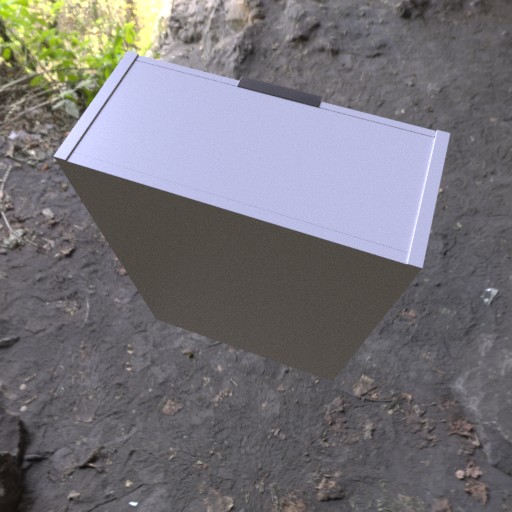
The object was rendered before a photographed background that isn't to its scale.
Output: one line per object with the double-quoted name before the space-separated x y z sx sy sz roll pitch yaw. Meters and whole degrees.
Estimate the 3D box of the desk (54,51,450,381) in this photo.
"desk" 0.000 0.000 1.570 0.850 1.190 0.390 18 65 9
